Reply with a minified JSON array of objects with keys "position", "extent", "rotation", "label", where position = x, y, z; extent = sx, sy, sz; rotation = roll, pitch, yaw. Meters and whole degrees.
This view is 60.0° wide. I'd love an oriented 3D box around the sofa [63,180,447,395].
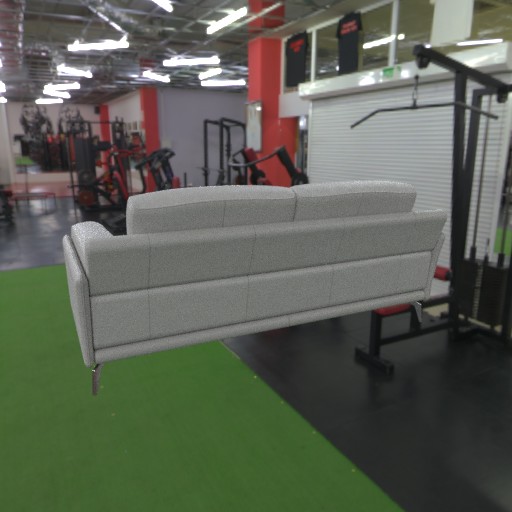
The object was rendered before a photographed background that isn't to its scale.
[{"position":[0.000,0.000,2.692],"extent":[2.101,0.930,1.049],"rotation":[-7,15,-25],"label":"sofa"}]
